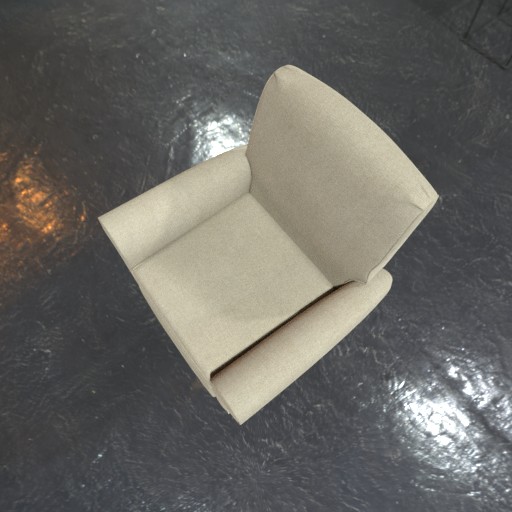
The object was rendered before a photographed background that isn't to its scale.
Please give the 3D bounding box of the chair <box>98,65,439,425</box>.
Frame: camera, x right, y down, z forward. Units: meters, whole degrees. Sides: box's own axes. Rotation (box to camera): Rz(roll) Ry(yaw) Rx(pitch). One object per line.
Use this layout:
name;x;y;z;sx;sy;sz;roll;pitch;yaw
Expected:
chair;0.000;0.000;1.797;0.905;1.061;0.978;-34;68;-16
